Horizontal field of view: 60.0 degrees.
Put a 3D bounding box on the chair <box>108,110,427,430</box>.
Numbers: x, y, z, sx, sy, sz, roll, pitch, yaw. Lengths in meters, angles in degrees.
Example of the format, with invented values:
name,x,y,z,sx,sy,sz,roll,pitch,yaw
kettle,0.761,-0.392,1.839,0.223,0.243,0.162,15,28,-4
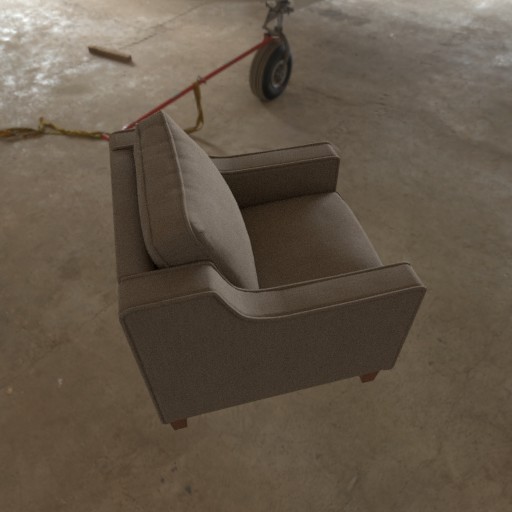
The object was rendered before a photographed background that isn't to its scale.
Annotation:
name,x,y,z,sx,sy,sz,roll,pitch,yaw
chair,0.000,0.000,1.668,0.909,0.960,0.831,-11,48,-10
